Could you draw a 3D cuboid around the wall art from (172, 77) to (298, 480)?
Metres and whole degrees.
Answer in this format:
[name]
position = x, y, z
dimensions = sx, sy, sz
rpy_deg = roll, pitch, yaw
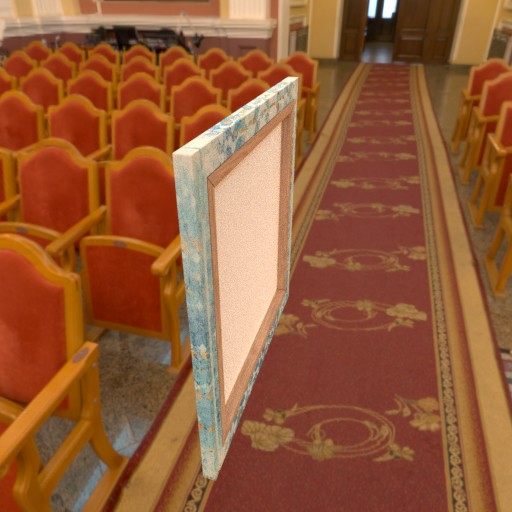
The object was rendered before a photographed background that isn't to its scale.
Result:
[wall art]
position = 0.000, 0.000, 1.376
dimensions = 0.040, 0.916, 0.916
rpy_deg = 8, 31, 14
